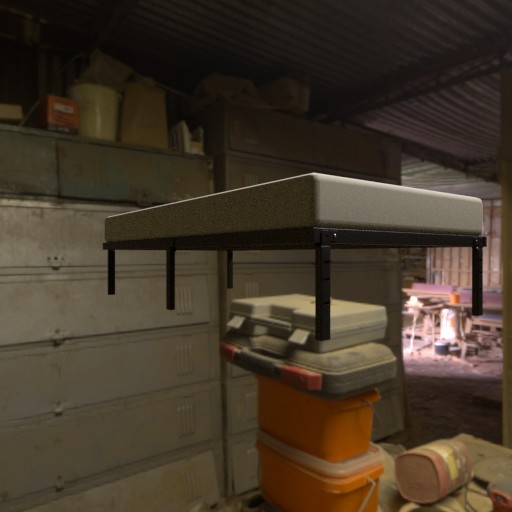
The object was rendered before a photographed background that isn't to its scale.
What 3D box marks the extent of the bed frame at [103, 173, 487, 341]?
[{"bbox_3d":[0.000,0.000,3.208,1.393,0.680,2.635,0,0,-36],"label":"bed frame"}]
